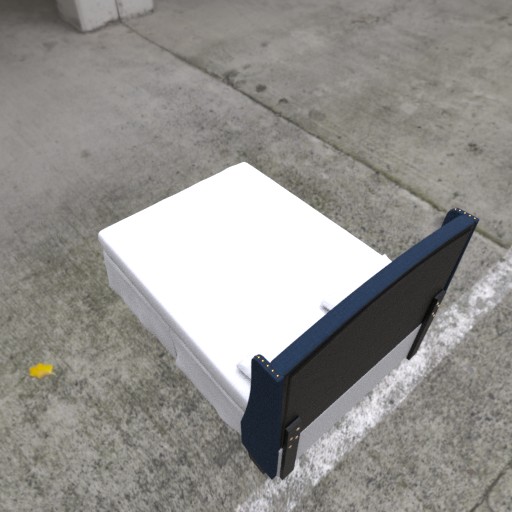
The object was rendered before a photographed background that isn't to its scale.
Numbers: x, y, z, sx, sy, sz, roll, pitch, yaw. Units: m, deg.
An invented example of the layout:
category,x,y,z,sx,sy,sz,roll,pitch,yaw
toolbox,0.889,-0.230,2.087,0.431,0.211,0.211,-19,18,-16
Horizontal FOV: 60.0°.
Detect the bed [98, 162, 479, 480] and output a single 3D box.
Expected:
category,x,y,z,sx,sy,sz,roll,pitch,yaw
bed,0.000,0.000,3.226,1.604,1.402,2.223,-32,54,-27
